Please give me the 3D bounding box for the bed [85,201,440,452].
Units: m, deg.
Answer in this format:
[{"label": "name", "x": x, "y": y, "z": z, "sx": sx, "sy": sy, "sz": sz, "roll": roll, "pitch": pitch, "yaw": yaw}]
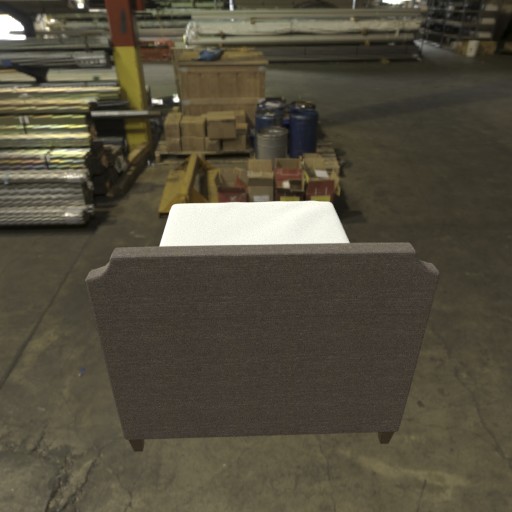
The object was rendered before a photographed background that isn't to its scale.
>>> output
[{"label": "bed", "x": 0.000, "y": 0.000, "z": 3.450, "sx": 1.713, "sy": 1.457, "sz": 2.381, "roll": -1, "pitch": 31, "yaw": -2}]
